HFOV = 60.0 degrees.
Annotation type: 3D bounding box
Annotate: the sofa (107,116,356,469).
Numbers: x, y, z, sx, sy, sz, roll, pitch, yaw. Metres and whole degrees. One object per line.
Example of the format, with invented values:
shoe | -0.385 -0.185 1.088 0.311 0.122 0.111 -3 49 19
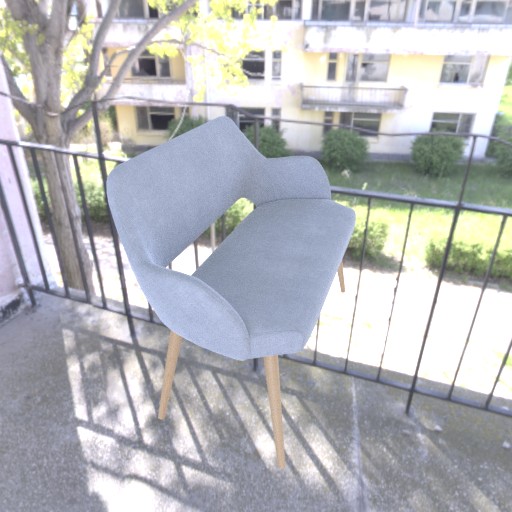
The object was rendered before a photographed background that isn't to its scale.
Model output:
sofa | 0.000 0.000 1.650 0.610 0.840 1.150 10 31 18
